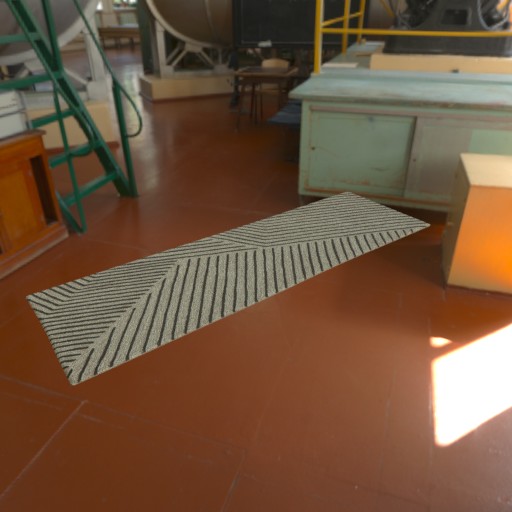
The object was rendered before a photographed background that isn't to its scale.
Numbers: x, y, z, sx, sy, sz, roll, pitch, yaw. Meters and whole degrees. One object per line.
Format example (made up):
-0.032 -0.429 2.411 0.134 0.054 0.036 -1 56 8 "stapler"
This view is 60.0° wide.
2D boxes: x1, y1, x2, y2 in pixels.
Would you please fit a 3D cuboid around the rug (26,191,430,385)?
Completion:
0.000 0.000 2.683 2.439 0.020 0.773 -21 36 -31 "rug"
